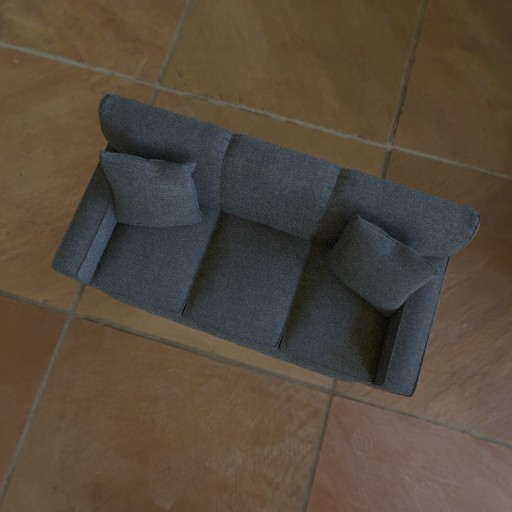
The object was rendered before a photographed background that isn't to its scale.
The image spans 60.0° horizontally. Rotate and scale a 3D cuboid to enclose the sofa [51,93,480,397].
[{"bbox_3d":[0.000,0.000,2.541,2.024,0.958,0.997,19,77,4],"label":"sofa"}]
